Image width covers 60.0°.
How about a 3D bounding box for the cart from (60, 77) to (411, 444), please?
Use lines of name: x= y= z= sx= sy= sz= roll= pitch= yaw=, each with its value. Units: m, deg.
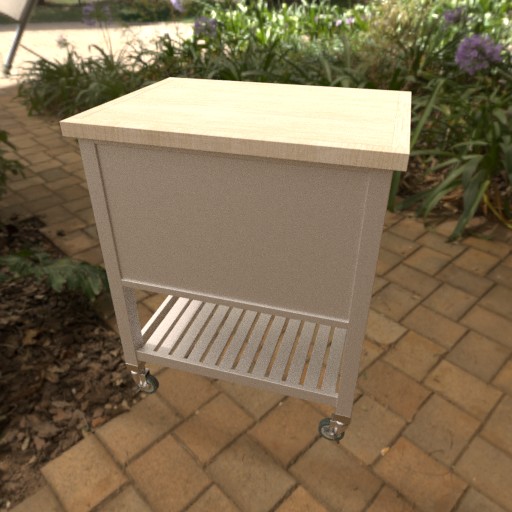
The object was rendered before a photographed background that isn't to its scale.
cart: x=0.000 y=0.000 z=1.379 sx=0.762 sy=0.914 sz=0.559 roll=9 pitch=33 yaw=14
